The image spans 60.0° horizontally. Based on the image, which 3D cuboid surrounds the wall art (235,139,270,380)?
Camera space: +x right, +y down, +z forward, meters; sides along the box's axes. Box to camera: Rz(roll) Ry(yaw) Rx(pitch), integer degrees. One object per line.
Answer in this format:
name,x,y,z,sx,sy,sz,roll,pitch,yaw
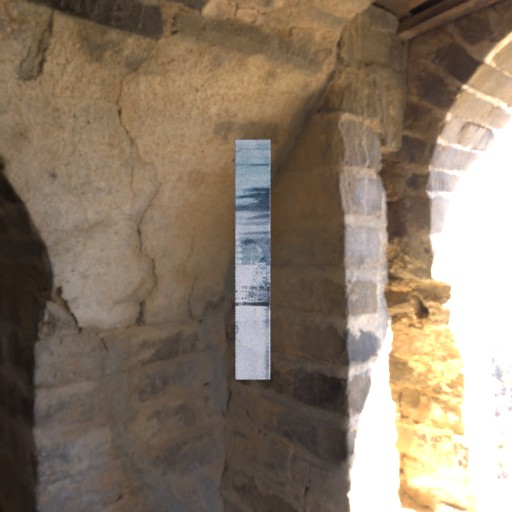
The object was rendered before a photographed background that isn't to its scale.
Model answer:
wall art,0.000,0.000,0.842,0.037,0.251,0.759,0,1,1
